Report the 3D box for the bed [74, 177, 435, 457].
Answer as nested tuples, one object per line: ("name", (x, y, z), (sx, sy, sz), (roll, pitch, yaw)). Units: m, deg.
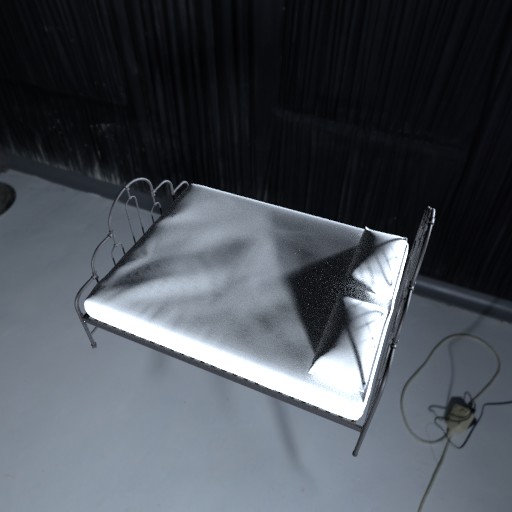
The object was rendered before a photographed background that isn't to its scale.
("bed", (0.000, 0.000, 3.263), (2.163, 1.429, 1.640), (17, 48, 16))
